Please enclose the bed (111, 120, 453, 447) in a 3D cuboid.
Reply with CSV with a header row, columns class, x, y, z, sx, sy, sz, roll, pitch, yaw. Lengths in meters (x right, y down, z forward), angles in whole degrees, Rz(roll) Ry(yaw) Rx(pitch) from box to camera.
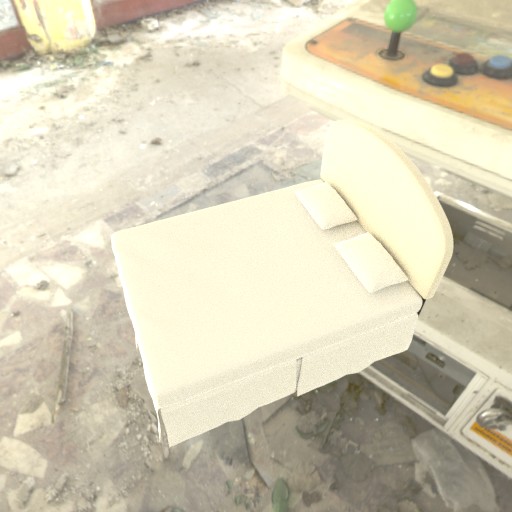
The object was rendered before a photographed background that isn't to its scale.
class,x,y,z,sx,sy,sz,roll,pitch,yaw
bed,0.000,0.000,3.205,2.005,1.410,1.607,-17,49,-15
